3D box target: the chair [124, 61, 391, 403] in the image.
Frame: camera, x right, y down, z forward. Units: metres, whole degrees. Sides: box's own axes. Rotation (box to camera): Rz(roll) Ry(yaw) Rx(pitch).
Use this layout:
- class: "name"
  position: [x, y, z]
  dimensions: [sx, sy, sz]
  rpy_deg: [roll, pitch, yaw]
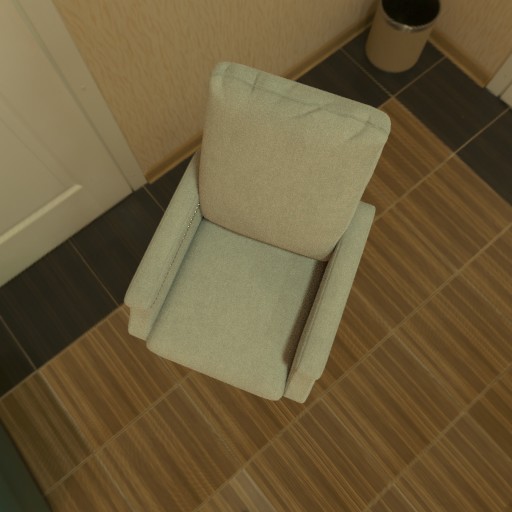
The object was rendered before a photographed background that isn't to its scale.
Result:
- class: "chair"
  position: [0.000, 0.000, 1.644]
  dimensions: [0.710, 1.049, 0.922]
  rpy_deg: [20, 75, 6]
